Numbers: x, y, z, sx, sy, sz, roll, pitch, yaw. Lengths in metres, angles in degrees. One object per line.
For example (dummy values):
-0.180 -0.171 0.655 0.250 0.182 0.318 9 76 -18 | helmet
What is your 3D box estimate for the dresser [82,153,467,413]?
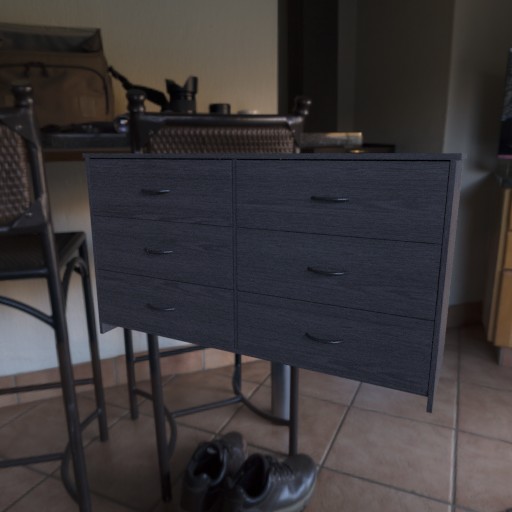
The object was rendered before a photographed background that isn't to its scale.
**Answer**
0.000 0.000 1.673 1.360 0.755 0.401 6 14 26 | dresser
